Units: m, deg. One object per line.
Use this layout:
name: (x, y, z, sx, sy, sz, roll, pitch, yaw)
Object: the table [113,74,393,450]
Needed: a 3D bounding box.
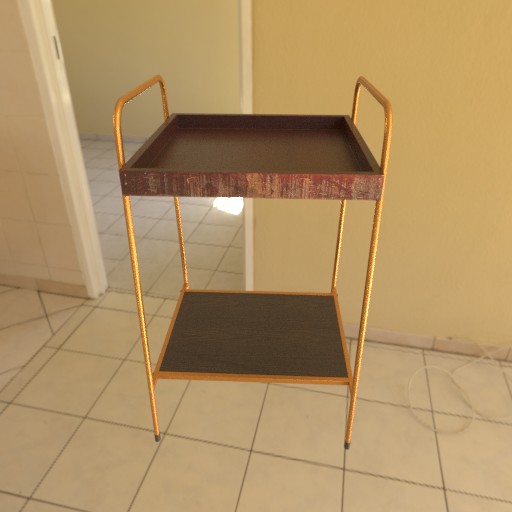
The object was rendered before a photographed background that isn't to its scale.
table: (0.000, 0.000, 0.976, 0.430, 0.710, 0.430, 1, 30, 2)
